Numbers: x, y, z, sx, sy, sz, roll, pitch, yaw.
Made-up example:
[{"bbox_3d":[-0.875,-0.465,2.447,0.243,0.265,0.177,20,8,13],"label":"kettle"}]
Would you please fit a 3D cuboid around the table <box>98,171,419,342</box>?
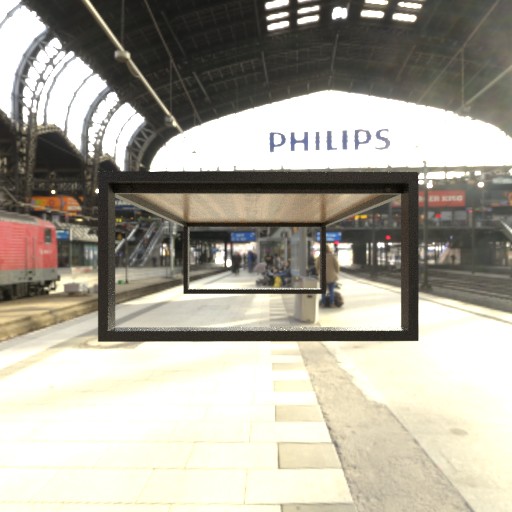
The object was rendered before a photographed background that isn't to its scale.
[{"bbox_3d":[0.000,0.000,1.711,0.750,0.400,1.350,0,0,-1],"label":"table"}]
